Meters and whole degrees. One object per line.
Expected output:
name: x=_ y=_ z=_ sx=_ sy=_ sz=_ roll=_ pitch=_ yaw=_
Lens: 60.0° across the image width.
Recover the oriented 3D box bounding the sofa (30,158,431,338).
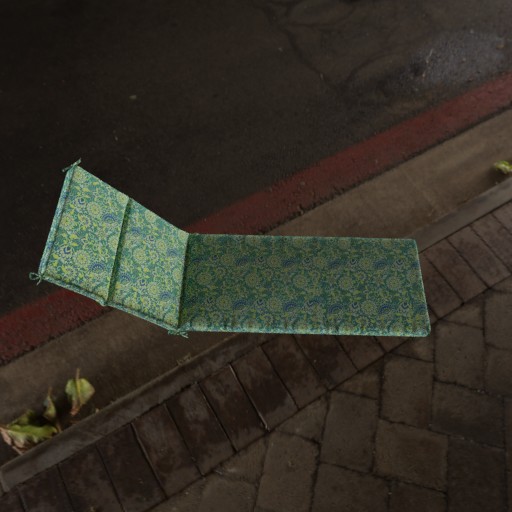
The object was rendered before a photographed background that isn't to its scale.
sofa: x=0.000 y=0.000 z=1.991 sx=1.663 sy=0.622 sz=0.582 roll=1 pitch=61 yaw=1
